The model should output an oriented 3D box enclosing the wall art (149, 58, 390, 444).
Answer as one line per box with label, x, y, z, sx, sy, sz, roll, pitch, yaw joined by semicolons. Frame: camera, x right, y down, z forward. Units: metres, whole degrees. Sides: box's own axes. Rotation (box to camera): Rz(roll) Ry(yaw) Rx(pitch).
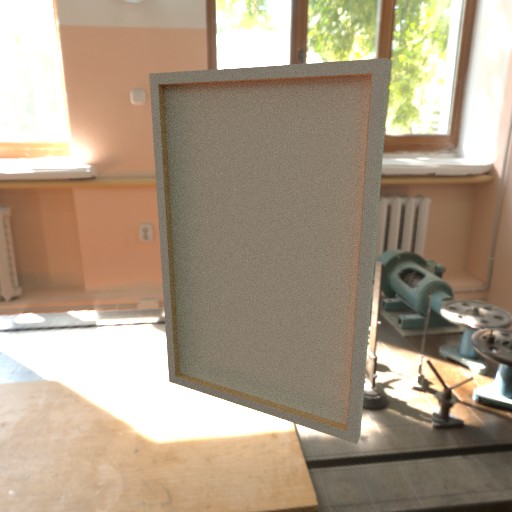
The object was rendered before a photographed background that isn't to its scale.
wall art;0.000;0.000;1.159;0.607;0.912;0.038;9;19;27
